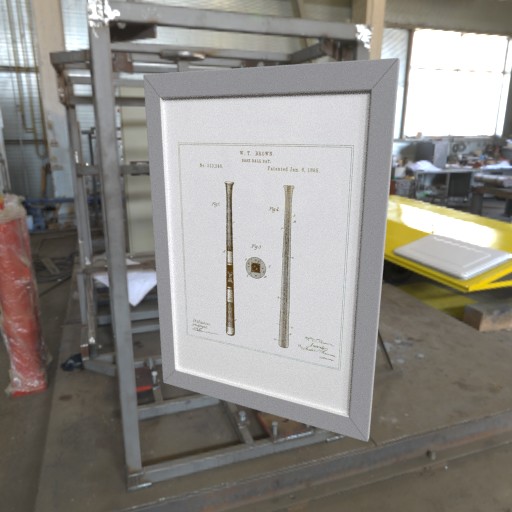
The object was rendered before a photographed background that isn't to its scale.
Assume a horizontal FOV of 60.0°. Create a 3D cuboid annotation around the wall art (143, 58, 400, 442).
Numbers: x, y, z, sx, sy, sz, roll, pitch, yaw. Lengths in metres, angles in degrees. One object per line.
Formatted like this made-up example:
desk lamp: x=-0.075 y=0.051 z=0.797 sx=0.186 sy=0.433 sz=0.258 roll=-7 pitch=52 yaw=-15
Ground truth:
wall art: x=0.000 y=0.000 z=0.671 sx=0.374 sy=0.529 sz=0.012 roll=7 pitch=17 yaw=24
